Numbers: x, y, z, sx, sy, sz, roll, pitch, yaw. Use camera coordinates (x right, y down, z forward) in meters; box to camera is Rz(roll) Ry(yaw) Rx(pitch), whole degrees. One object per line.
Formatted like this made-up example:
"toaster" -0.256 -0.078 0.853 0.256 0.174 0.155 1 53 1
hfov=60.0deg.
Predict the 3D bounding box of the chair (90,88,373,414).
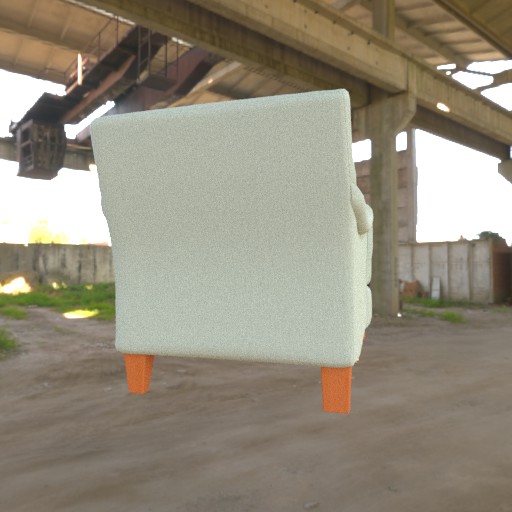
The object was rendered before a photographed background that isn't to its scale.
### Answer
"chair" 0.000 0.000 1.880 0.955 1.038 1.070 0 -1 17
